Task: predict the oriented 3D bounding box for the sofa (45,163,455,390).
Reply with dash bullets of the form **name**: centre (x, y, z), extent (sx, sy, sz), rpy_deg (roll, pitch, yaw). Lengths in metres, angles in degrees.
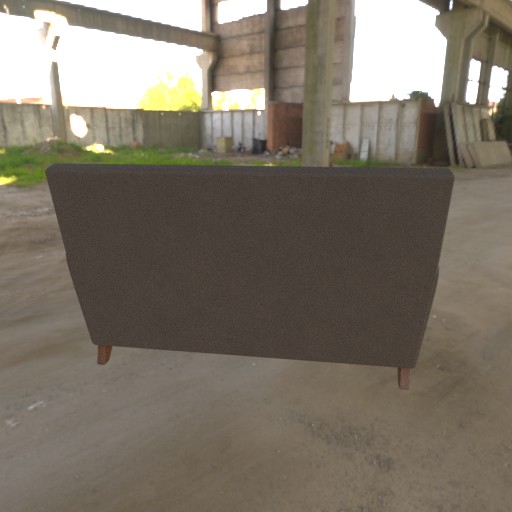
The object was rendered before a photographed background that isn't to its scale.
- **sofa**: centre (0.000, 0.000, 1.954), extent (1.420, 0.846, 0.871), rpy_deg (2, 16, 8)
